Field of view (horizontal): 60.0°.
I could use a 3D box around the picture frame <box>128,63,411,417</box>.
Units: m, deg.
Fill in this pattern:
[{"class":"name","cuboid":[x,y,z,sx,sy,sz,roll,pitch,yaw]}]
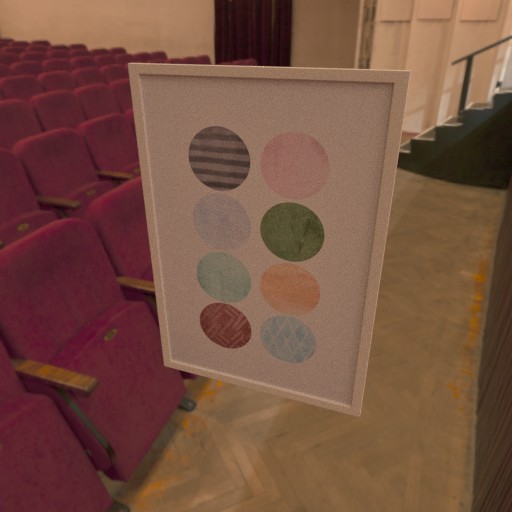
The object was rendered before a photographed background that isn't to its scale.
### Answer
[{"class":"picture frame","cuboid":[0.000,0.000,0.835,0.457,0.657,0.013,9,29,18]}]
